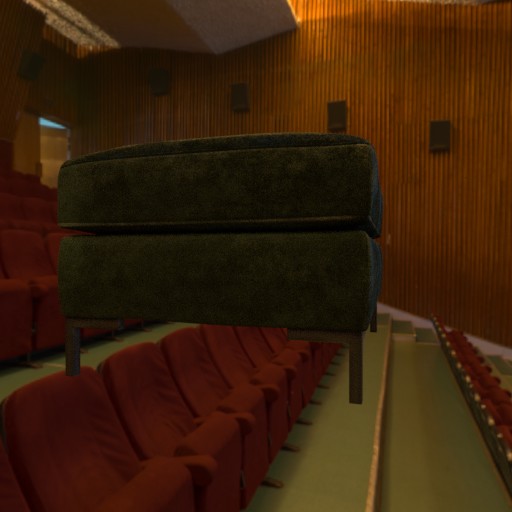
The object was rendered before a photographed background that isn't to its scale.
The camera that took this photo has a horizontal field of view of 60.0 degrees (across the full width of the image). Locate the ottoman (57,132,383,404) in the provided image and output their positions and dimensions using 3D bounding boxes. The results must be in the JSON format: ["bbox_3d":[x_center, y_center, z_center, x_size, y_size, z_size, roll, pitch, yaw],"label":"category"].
[{"bbox_3d":[0.000,0.000,1.284,0.701,0.538,0.839,0,0,17],"label":"ottoman"}]
